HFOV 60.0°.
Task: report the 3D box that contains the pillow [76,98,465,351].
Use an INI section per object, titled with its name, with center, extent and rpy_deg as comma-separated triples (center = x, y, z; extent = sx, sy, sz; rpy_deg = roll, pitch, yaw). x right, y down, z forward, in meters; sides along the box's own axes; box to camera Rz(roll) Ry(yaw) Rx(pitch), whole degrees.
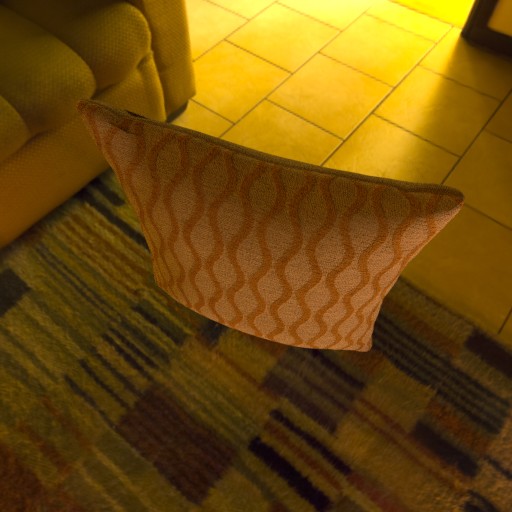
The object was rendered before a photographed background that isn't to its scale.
[pillow]
center = 0.000, 0.000, 0.640
extent = 0.429, 0.436, 0.159
rpy_deg = 16, 61, 9
